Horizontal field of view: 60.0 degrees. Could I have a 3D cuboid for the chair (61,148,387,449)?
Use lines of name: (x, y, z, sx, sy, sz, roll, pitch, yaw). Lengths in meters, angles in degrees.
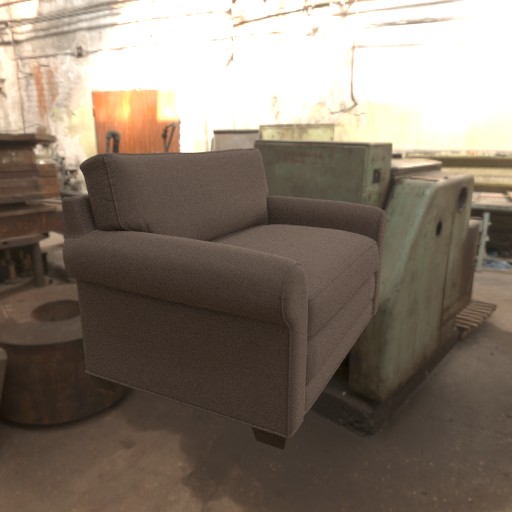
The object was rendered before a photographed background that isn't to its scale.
chair: (0.000, 0.000, 2.006, 0.930, 0.930, 1.390, 7, 16, 26)
